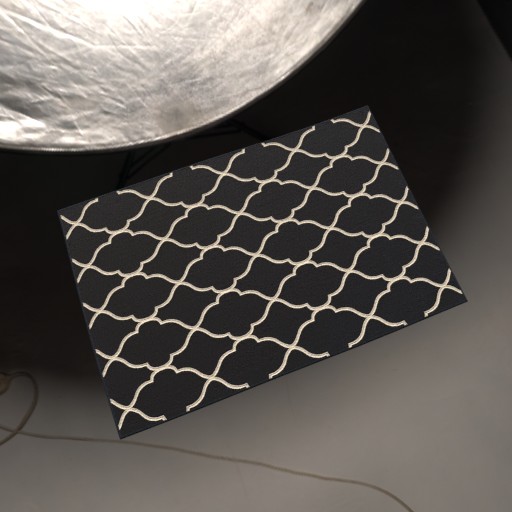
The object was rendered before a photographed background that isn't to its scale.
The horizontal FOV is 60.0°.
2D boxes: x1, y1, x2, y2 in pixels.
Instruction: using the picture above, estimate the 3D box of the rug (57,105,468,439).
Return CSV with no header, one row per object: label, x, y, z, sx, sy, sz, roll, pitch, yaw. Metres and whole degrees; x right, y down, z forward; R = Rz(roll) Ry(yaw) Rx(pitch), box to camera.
rug,0.000,0.000,2.880,2.294,0.014,1.528,-20,76,-5
